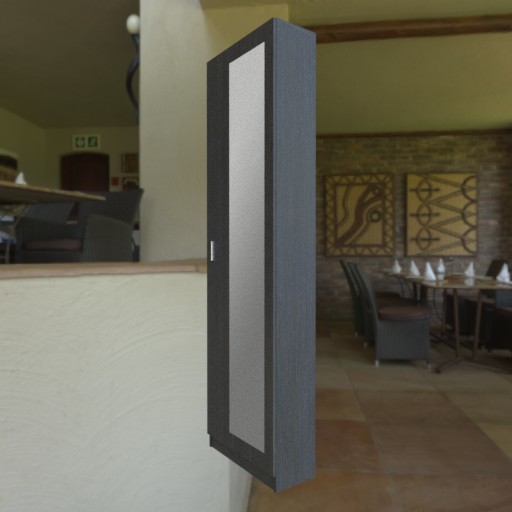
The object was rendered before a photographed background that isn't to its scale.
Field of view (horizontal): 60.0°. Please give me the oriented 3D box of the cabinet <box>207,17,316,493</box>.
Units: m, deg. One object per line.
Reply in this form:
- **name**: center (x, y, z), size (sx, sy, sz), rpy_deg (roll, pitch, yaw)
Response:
- **cabinet**: center (0.000, 0.000, 1.922), size (0.230, 1.790, 0.500), rpy_deg (-1, 1, -36)
